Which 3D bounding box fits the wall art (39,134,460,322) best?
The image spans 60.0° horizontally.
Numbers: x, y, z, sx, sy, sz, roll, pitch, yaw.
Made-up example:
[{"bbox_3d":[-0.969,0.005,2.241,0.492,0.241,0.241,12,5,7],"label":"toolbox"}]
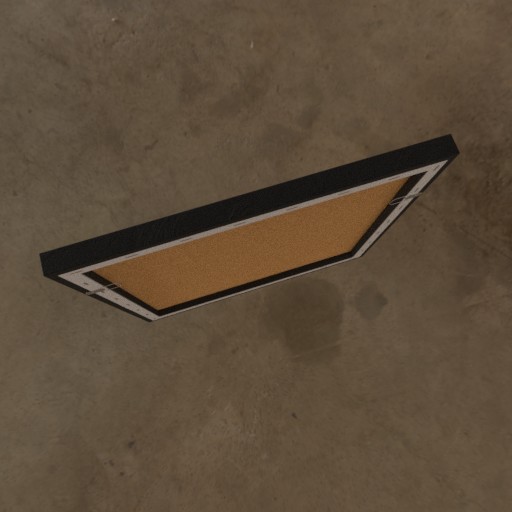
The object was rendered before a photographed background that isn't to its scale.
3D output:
[{"bbox_3d":[0.000,0.000,1.142,0.758,0.758,0.044,-17,76,-4],"label":"wall art"}]
